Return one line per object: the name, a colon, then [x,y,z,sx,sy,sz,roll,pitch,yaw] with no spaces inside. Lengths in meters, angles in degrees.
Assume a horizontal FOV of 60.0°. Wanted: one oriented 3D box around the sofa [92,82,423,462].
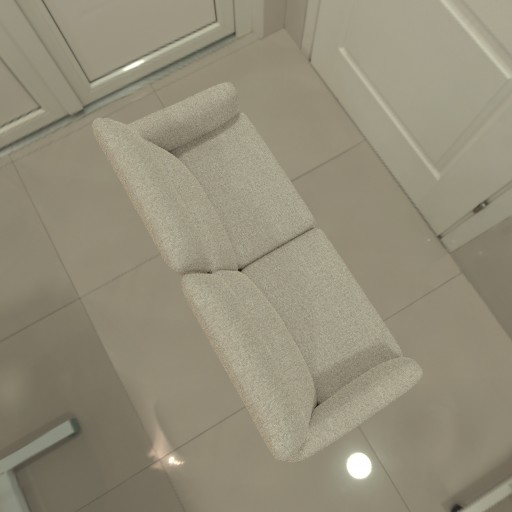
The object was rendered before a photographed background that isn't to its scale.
sofa: [0.000,0.000,2.451,0.856,0.956,2.015,-30,77,-7]
